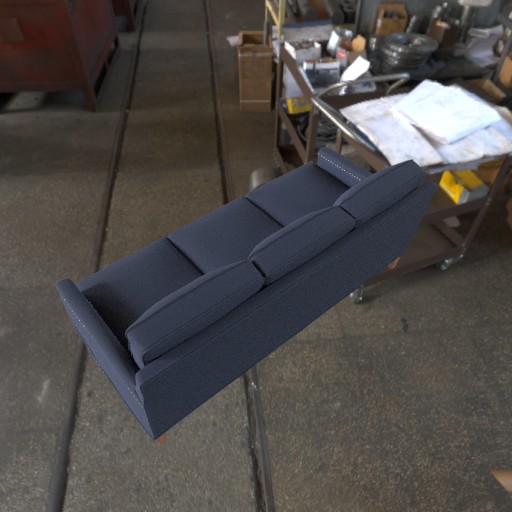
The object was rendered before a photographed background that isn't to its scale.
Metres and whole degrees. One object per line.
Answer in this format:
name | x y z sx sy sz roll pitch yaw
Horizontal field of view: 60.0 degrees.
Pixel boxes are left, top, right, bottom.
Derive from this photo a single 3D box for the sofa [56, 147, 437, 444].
sofa | 0.000 0.000 2.880 2.246 1.003 1.084 -31 54 -26
